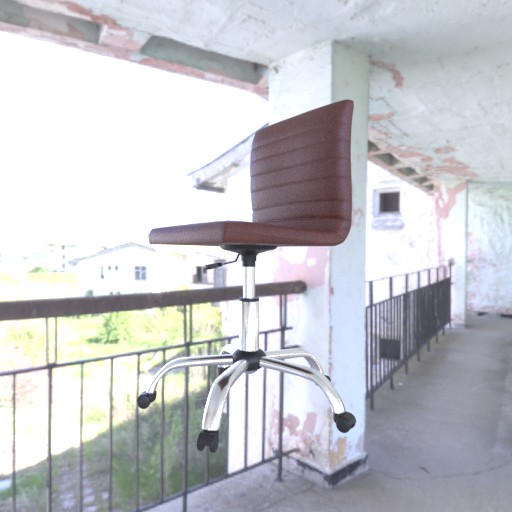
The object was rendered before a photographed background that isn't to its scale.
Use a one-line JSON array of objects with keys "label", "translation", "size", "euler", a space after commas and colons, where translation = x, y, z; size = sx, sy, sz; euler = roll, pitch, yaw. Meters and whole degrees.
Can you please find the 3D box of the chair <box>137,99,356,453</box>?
[{"label": "chair", "translation": [0.000, 0.000, 1.159], "size": [0.530, 0.780, 0.556], "euler": [-1, 1, -37]}]
